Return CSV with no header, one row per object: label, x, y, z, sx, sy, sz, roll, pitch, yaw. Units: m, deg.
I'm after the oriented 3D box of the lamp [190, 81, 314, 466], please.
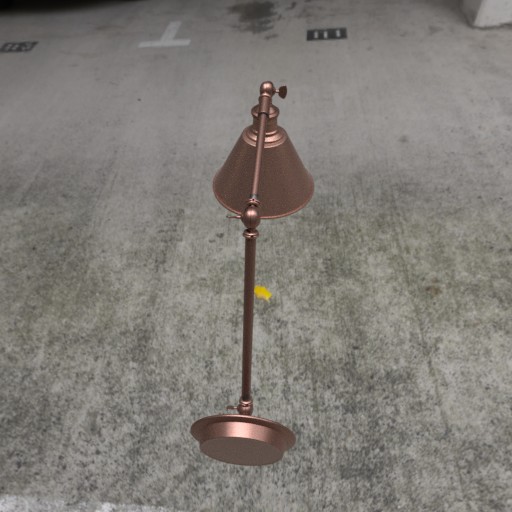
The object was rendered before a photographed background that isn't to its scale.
lamp,0.000,0.000,0.855,0.223,0.502,0.624,3,48,3
